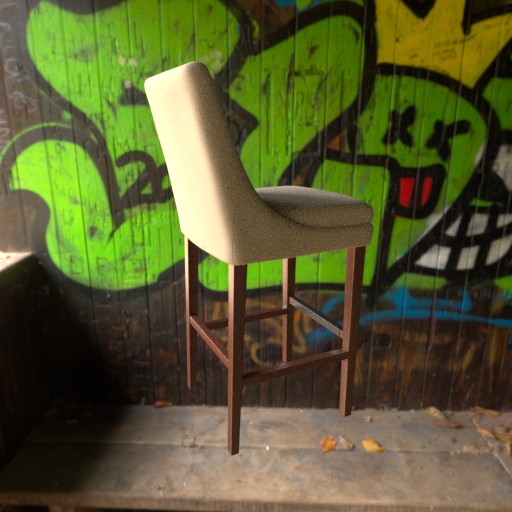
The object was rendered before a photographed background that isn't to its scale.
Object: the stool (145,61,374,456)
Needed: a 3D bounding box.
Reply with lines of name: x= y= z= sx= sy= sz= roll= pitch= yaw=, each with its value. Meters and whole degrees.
stool: x=0.000 y=0.000 z=1.415 sx=0.577 sy=1.078 sz=0.470 roll=-8 pitch=18 yaw=-25
